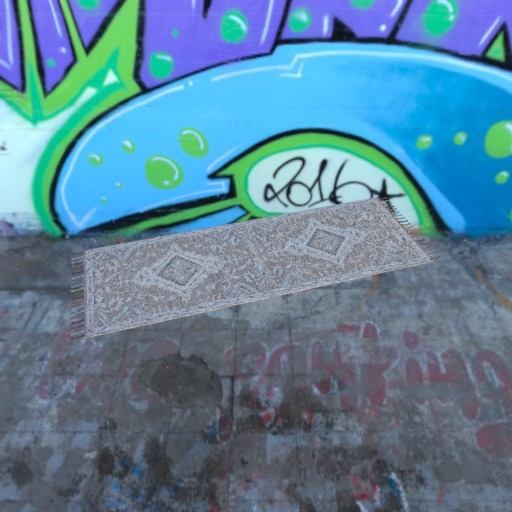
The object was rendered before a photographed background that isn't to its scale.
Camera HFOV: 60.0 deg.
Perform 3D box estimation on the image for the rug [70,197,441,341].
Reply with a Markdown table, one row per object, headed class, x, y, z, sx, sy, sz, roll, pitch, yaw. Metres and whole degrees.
| class | x | y | z | sx | sy | sz | roll | pitch | yaw |
| --- | --- | --- | --- | --- | --- | --- | --- | --- | --- |
| rug | 0.000 | 0.000 | 2.850 | 2.378 | 0.018 | 1.324 | 0 | 42 | 0 |
